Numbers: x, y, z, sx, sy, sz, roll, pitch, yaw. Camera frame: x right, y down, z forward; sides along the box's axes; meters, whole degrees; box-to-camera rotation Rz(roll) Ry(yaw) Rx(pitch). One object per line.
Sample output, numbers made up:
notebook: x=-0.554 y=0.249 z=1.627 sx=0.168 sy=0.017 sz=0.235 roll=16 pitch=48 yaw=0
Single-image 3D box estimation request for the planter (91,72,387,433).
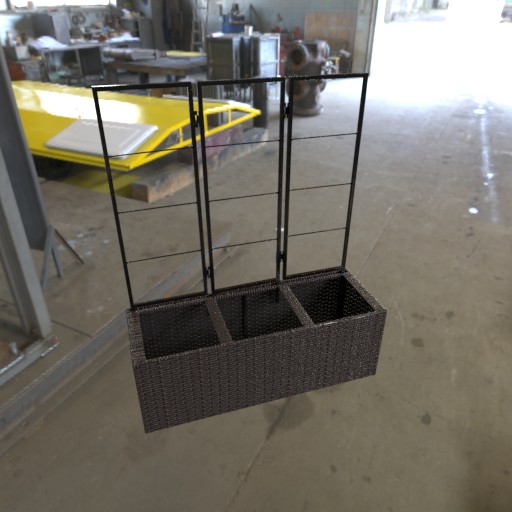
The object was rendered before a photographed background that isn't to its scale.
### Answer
planter: x=0.000 y=0.000 z=1.160 sx=0.699 sy=0.841 sz=0.244 roll=-9 pitch=31 yaw=-15
